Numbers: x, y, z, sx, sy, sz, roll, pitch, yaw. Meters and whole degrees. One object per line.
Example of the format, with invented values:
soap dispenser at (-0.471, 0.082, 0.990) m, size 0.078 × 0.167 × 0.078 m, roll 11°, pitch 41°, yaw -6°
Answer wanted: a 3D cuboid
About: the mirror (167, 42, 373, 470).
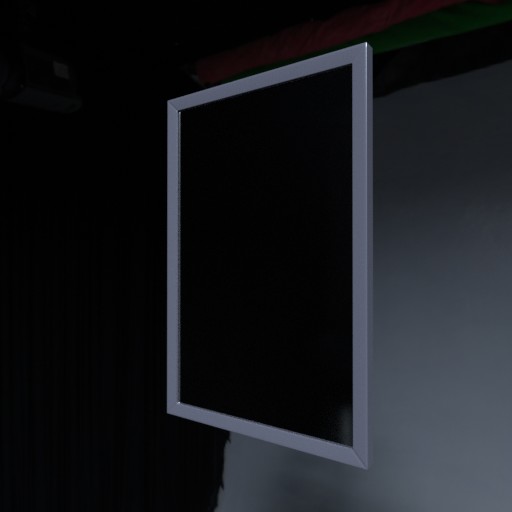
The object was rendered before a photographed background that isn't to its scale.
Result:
mirror at (0.000, 0.000, 1.139) m, size 0.609 × 0.915 × 0.040 m, roll 0°, pitch -1°, yaw 35°
